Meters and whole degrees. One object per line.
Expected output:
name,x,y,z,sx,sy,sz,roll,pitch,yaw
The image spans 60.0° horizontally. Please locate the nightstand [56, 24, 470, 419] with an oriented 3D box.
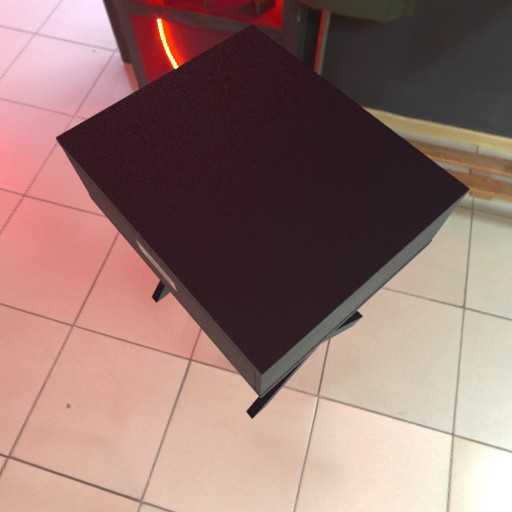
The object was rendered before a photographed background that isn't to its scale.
nightstand,0.000,0.000,0.937,0.402,0.623,0.479,-38,69,-17
